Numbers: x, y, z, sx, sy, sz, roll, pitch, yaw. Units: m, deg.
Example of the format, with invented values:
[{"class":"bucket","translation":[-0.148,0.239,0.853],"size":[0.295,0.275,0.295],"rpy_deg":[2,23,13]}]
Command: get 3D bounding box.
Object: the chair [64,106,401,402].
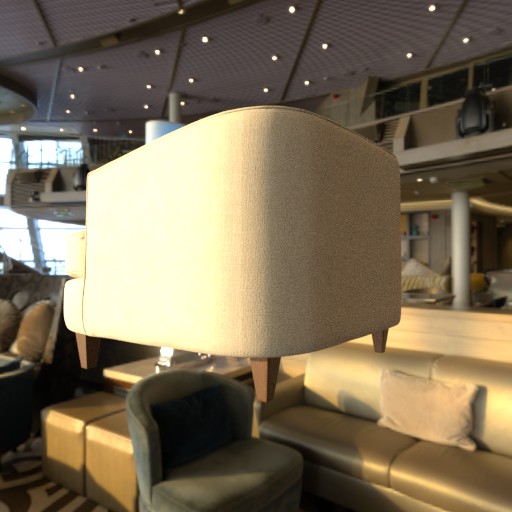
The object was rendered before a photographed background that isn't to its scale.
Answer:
[{"class":"chair","translation":[0.000,0.000,1.718],"size":[0.914,0.787,1.118],"rpy_deg":[-1,-1,37]}]
